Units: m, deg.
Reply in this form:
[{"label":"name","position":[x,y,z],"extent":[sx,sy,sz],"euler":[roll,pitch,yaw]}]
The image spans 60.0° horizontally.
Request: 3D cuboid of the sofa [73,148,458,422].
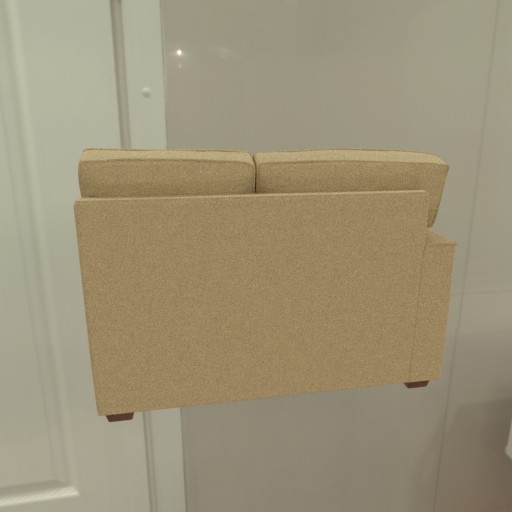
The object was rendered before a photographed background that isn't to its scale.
[{"label":"sofa","position":[0.000,0.000,2.040],"extent":[1.388,0.989,0.991],"euler":[-3,15,-10]}]
